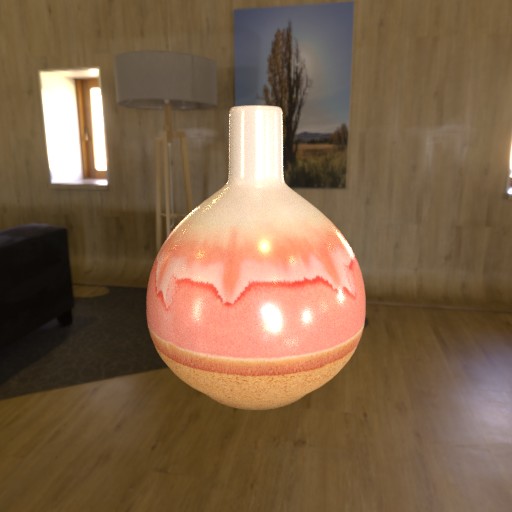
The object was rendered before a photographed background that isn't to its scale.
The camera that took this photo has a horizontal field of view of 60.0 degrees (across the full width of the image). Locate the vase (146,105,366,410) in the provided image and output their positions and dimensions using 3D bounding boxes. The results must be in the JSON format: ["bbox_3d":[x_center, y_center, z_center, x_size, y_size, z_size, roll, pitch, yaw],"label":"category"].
[{"bbox_3d":[0.000,0.000,0.277,0.137,0.176,0.137,0,14,0],"label":"vase"}]
